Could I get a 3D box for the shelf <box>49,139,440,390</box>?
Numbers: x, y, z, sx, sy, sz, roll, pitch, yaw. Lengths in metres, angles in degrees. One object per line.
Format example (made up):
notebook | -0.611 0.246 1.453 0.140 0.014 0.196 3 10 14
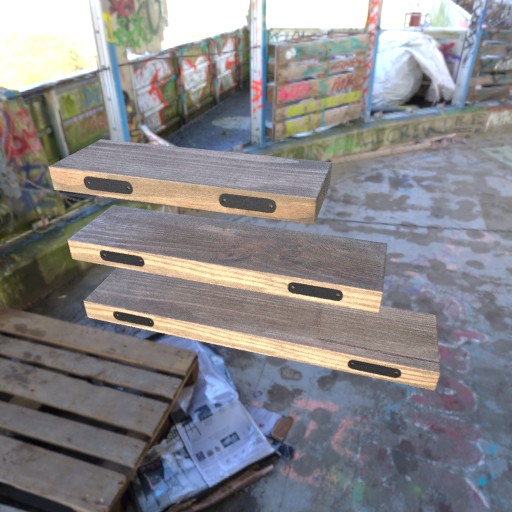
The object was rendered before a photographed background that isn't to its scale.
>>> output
shelf | 0.000 0.000 0.727 0.610 0.293 0.140 9 33 14
